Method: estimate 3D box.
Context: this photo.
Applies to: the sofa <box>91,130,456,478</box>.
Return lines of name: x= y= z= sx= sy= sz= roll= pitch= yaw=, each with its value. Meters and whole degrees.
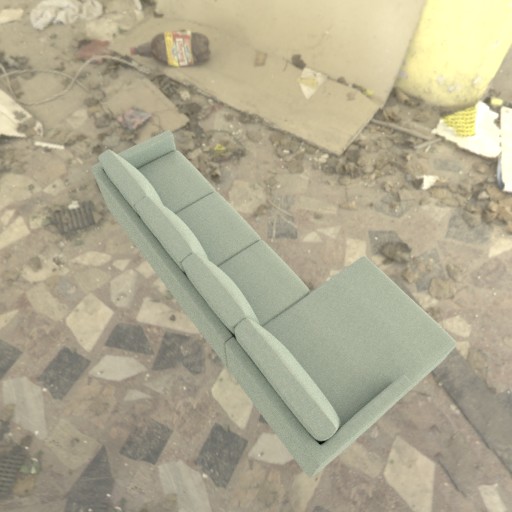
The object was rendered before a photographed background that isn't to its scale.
sofa: x=0.000 y=0.000 z=4.168 sx=1.600 sy=0.953 sz=3.470 roll=-32 pitch=62 yaw=-19
